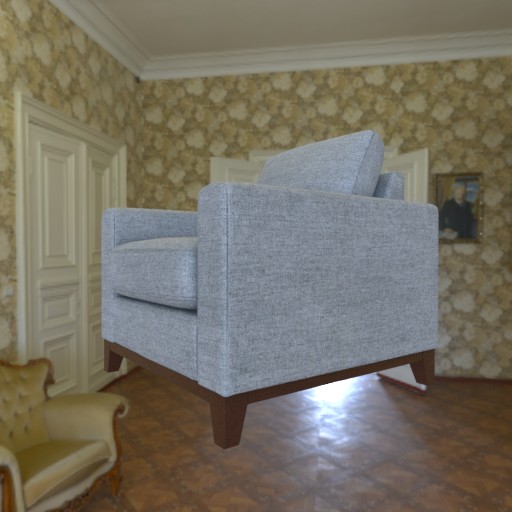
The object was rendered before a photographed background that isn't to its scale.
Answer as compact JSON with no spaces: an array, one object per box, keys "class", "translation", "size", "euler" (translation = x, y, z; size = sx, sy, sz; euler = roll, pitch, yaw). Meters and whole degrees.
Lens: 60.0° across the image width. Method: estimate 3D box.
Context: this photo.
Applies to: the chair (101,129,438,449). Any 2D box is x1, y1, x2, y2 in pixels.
[{"class":"chair","translation":[0.000,0.000,1.837],"size":[1.038,1.010,1.024],"euler":[0,1,-37]}]
